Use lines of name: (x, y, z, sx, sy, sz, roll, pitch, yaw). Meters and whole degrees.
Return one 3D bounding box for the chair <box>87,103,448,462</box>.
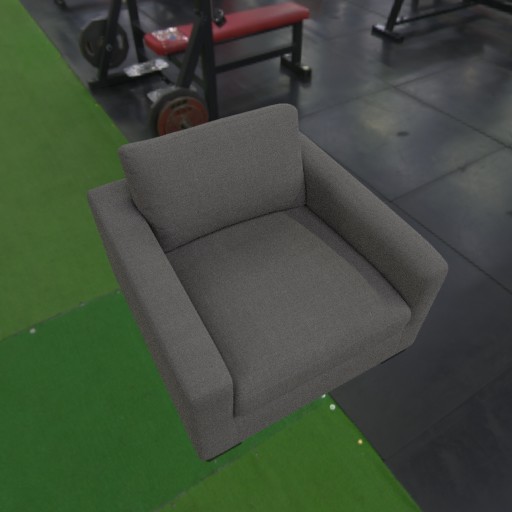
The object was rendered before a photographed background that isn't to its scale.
chair: (0.000, 0.000, 1.873, 1.070, 0.847, 1.100, -22, 50, -20)
